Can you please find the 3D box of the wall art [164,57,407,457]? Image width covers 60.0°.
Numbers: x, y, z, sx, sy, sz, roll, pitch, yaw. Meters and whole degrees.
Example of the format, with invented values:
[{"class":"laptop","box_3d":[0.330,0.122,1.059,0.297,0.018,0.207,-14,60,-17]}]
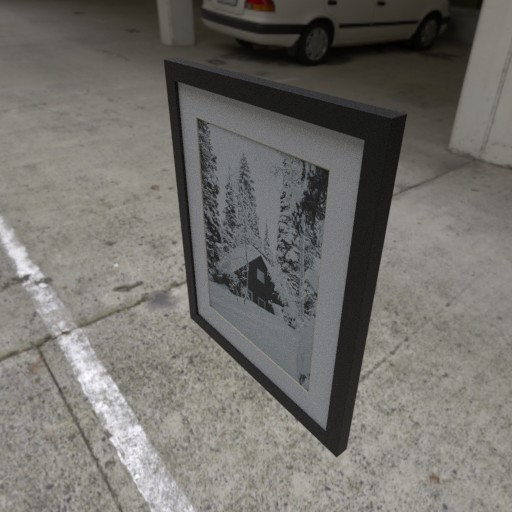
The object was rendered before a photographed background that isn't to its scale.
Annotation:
[{"class":"wall art","box_3d":[0.000,0.000,0.528,0.018,0.397,0.325,-24,39,-32]}]
